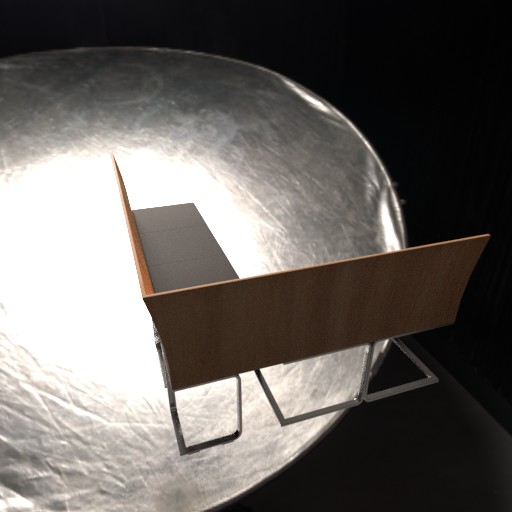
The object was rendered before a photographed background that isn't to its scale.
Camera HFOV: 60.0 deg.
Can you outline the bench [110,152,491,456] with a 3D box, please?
[{"bbox_3d":[0.000,0.000,2.745,1.495,0.930,1.945,-9,30,-17],"label":"bench"}]
